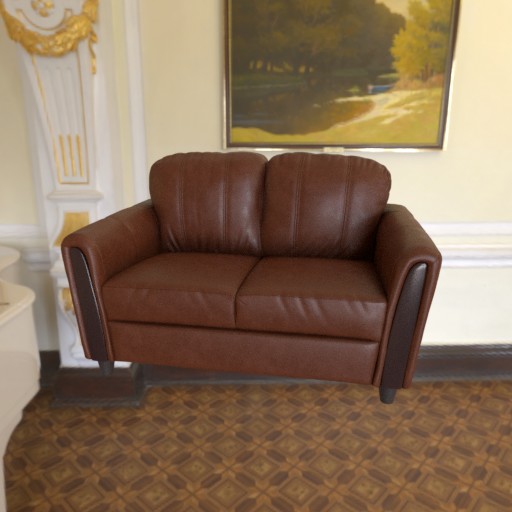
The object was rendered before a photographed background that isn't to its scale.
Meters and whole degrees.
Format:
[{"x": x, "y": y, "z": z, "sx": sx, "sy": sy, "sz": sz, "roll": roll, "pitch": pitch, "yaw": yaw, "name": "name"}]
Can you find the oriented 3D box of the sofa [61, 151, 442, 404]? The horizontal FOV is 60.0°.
[{"x": 0.000, "y": 0.000, "z": 1.980, "sx": 1.406, "sy": 0.906, "sz": 0.805, "roll": 3, "pitch": 14, "yaw": 10, "name": "sofa"}]
